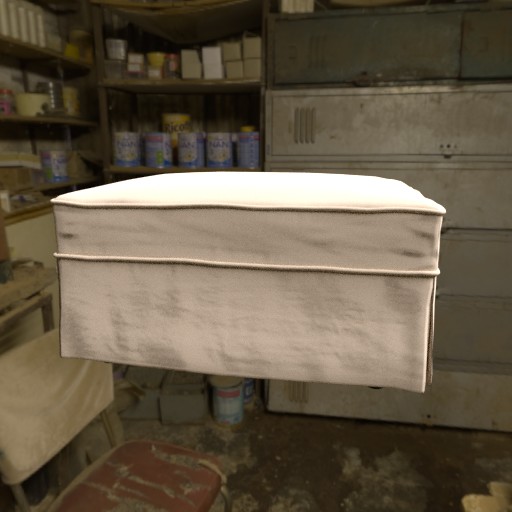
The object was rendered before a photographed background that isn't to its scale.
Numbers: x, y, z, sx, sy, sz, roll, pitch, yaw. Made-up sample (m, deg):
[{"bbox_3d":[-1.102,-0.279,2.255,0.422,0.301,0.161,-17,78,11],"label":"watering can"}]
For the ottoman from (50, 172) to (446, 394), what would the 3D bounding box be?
[{"bbox_3d":[0.000,0.000,1.321,0.944,0.479,0.703,3,15,10],"label":"ottoman"}]
